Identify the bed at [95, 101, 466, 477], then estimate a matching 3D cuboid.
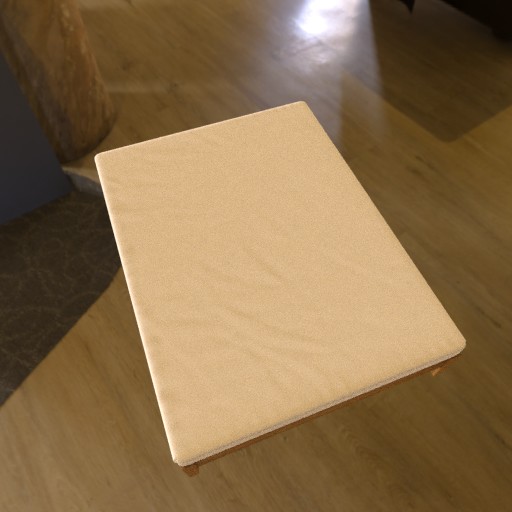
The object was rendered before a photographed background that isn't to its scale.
[{"bbox_3d":[0.000,0.000,2.741,1.536,0.431,2.016,-18,59,-11],"label":"bed"}]
